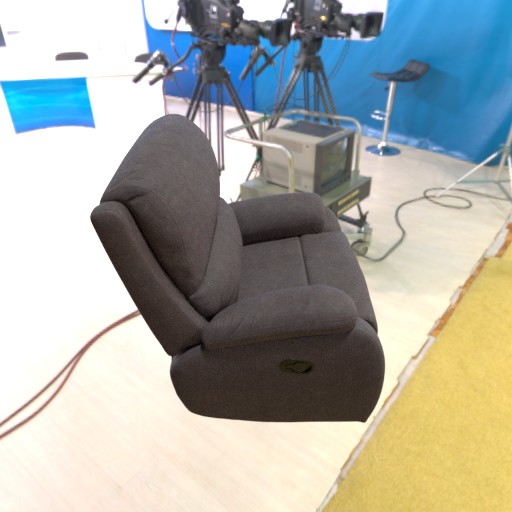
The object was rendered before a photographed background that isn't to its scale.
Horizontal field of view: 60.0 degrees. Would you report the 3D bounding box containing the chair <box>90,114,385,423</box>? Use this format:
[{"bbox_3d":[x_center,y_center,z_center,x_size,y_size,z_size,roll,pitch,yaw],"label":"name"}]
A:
[{"bbox_3d":[0.000,0.000,1.749,0.899,1.011,0.930,0,32,0],"label":"chair"}]
